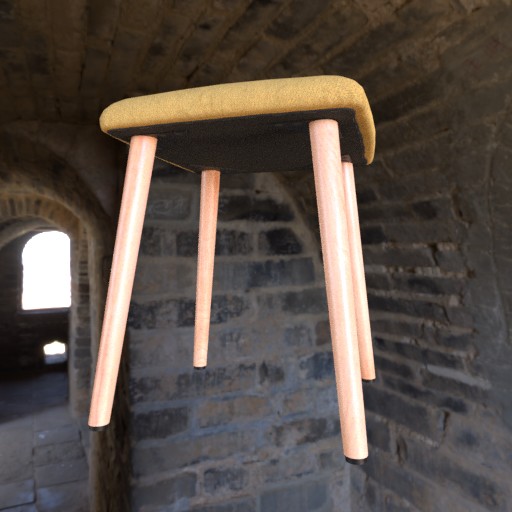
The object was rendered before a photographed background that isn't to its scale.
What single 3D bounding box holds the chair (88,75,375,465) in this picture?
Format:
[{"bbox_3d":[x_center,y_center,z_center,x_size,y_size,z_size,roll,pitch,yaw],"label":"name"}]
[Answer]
[{"bbox_3d":[0.000,0.000,0.672,0.350,0.440,0.350,0,0,16],"label":"chair"}]
